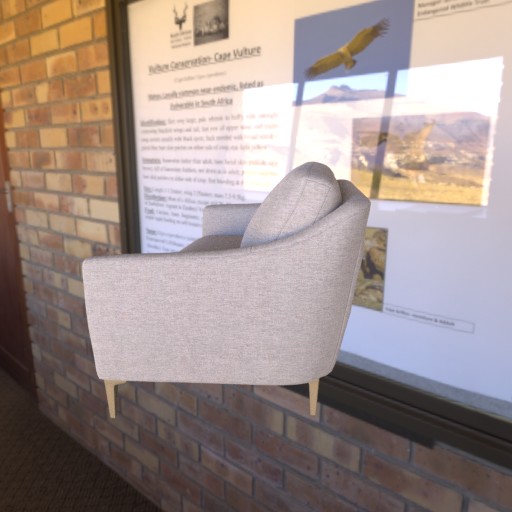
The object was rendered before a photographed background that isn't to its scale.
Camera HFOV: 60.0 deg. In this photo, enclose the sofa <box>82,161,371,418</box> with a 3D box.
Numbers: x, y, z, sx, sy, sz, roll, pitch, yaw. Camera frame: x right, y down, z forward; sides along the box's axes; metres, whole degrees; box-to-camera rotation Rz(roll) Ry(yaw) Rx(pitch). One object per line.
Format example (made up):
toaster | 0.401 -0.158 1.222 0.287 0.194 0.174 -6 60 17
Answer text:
sofa | 0.000 0.000 2.193 0.960 0.904 1.619 2 13 8
